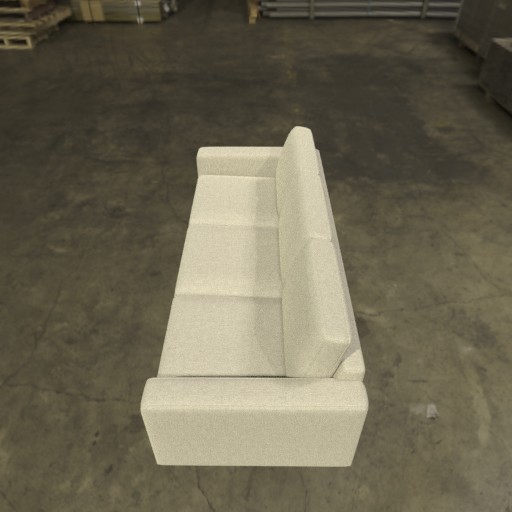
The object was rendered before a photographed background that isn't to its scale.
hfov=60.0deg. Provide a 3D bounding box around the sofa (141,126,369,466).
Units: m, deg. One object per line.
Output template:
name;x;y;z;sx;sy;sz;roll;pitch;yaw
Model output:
sofa;0.000;0.000;2.605;0.900;0.800;2.160;0;41;0
